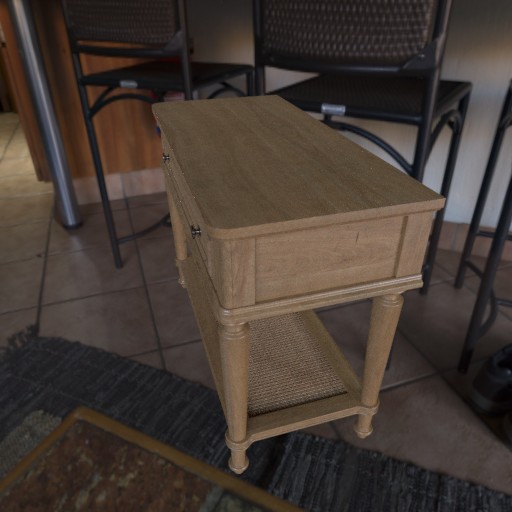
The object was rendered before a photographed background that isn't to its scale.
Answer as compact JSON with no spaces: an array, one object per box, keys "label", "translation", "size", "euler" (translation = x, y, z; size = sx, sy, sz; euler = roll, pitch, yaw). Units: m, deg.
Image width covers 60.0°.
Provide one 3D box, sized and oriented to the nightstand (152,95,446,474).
[{"label":"nightstand","translation":[0.000,0.000,1.296],"size":[0.432,0.700,0.914],"euler":[-9,33,-14]}]
